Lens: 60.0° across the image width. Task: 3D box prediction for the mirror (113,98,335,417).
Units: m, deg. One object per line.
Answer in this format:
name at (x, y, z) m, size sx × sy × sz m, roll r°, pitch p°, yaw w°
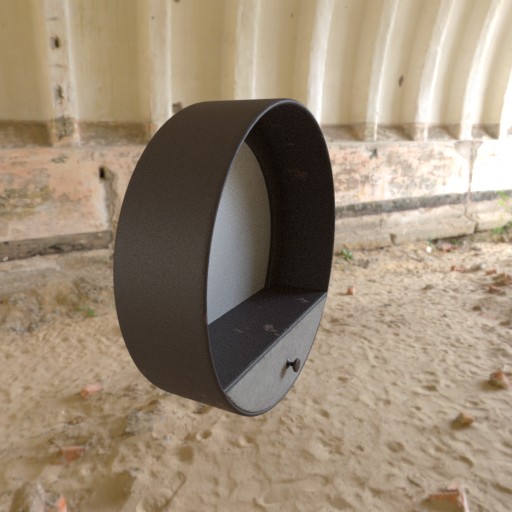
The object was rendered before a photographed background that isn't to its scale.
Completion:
mirror at (0.000, 0.000, 0.579) m, size 0.126 × 0.386 × 0.386 m, roll 8°, pitch 17°, yaw 26°
